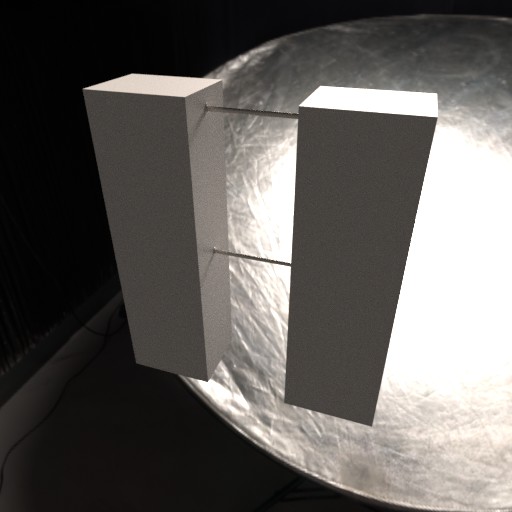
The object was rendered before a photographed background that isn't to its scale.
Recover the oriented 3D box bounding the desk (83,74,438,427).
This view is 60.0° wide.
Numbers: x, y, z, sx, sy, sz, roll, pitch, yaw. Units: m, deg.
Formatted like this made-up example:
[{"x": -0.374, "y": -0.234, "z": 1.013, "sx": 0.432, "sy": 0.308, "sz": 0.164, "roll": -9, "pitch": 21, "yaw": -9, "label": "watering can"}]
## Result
[{"x": 0.000, "y": 0.000, "z": 2.815, "sx": 1.770, "sy": 2.000, "sz": 0.480, "roll": 10, "pitch": 33, "yaw": 16, "label": "desk"}]
